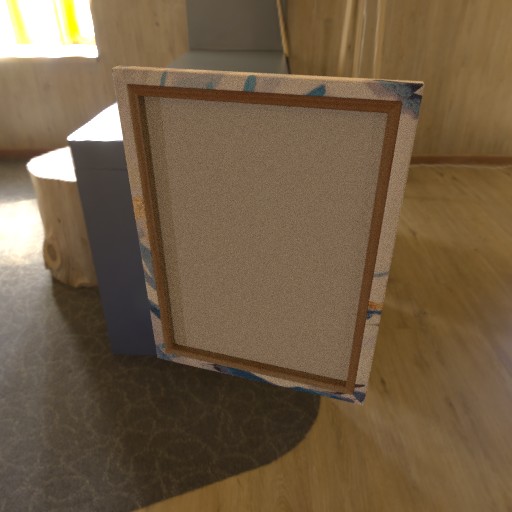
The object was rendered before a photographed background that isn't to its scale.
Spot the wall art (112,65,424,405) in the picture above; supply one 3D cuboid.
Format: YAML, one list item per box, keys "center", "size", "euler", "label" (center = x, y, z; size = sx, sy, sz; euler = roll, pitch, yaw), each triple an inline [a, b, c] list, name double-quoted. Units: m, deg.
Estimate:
- center: [0.000, 0.000, 1.318]
  size: [0.761, 1.015, 0.038]
  euler: [9, 33, 14]
  label: "wall art"
